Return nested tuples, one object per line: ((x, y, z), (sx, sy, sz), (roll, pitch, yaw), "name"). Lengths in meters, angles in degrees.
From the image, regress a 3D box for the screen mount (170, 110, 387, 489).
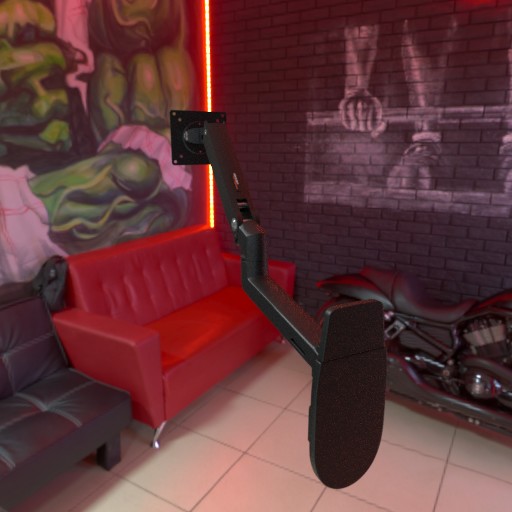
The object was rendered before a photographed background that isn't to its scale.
((0.000, 0.000, 0.695), (0.115, 0.466, 0.495), (-7, 15, -26), "screen mount")
